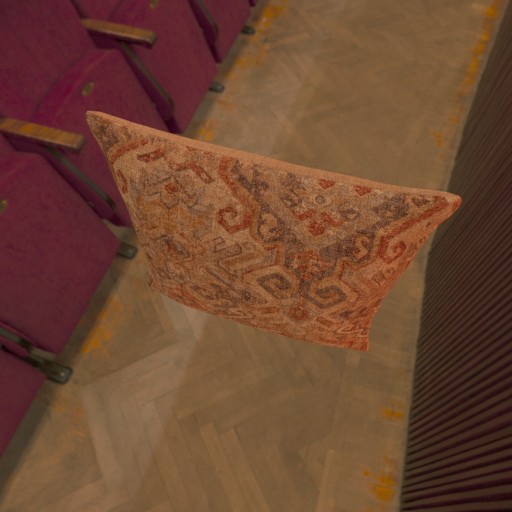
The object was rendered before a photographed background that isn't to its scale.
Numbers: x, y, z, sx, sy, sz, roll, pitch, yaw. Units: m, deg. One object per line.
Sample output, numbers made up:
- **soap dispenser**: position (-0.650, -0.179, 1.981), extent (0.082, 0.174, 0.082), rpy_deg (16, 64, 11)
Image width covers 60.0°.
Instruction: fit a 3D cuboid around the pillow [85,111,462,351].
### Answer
- **pillow**: position (0.000, 0.000, 0.791), extent (0.523, 0.506, 0.166), rpy_deg (15, 59, 9)
